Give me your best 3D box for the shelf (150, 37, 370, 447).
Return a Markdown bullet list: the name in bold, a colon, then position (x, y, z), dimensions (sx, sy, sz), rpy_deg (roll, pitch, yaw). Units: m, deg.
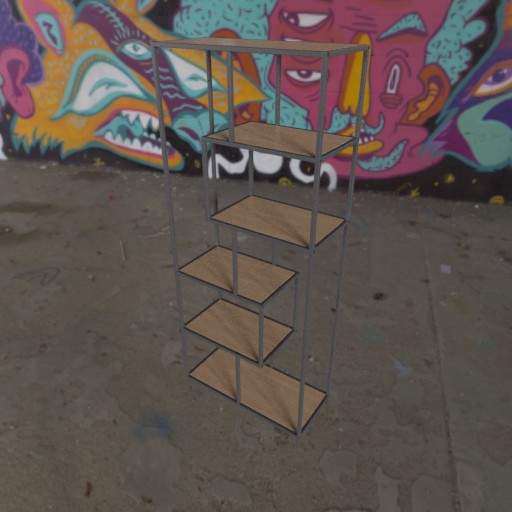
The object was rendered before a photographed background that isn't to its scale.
- **shelf**: position (0.000, 0.000, 2.132), dimensions (0.770, 1.850, 0.350), rpy_deg (19, 34, 29)
